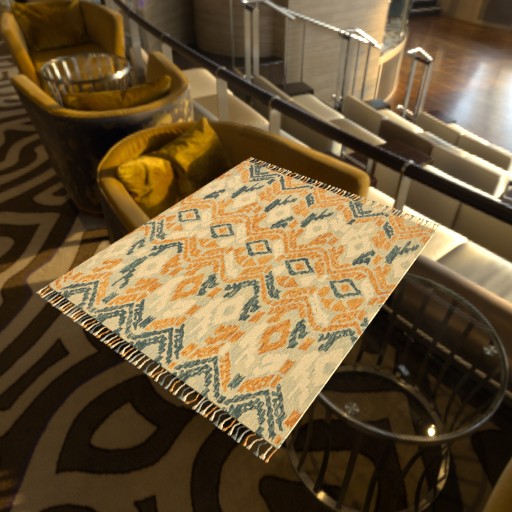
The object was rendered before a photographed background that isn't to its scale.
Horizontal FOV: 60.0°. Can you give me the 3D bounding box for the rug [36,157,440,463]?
[{"bbox_3d":[0.000,0.000,4.165,2.439,0.010,3.048,26,47,27],"label":"rug"}]
